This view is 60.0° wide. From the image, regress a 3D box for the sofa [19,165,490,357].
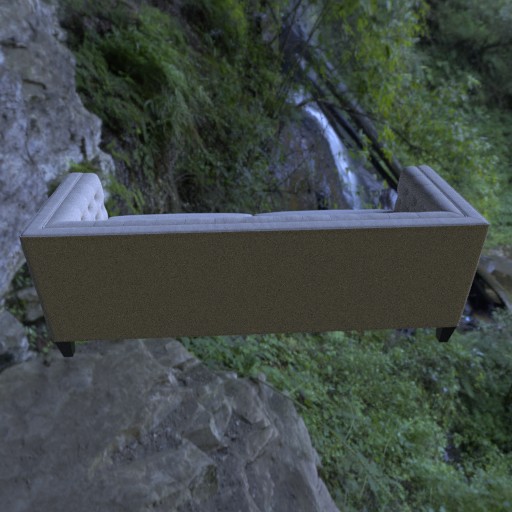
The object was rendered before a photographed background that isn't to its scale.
[{"bbox_3d":[0.000,0.000,2.533,2.159,0.762,0.775,-2,32,-3],"label":"sofa"}]
